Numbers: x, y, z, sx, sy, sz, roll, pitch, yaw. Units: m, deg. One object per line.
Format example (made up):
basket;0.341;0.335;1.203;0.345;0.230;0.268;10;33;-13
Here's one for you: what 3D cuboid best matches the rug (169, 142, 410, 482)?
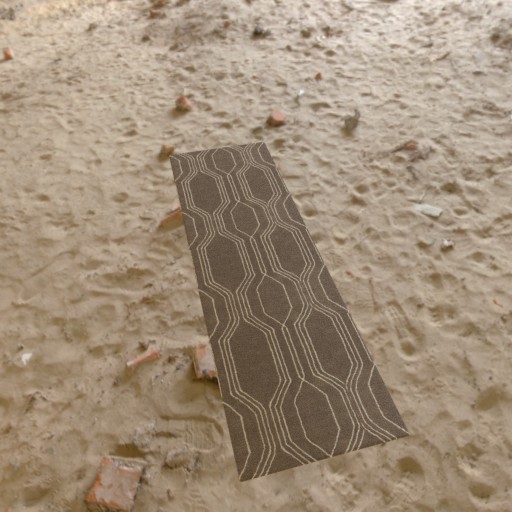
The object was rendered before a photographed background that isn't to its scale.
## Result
rug;0.000;0.000;2.716;0.773;0.012;2.464;-11;47;-10
